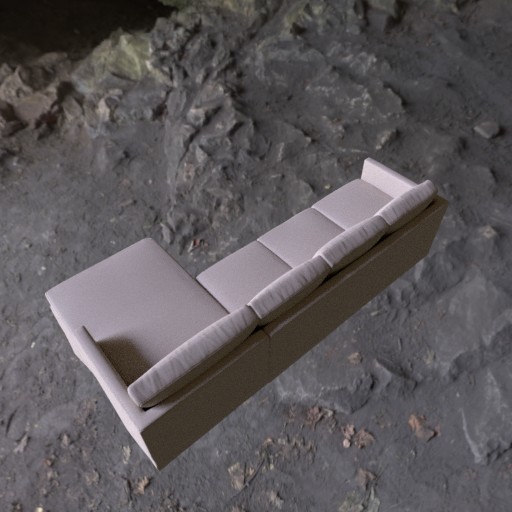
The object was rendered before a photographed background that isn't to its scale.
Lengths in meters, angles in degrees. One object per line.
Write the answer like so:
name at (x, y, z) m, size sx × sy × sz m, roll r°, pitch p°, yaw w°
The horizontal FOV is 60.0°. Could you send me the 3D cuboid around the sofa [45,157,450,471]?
sofa at (0.000, 0.000, 3.846) m, size 3.206 × 0.871 × 1.622 m, roll -32°, pitch 55°, yaw -26°
